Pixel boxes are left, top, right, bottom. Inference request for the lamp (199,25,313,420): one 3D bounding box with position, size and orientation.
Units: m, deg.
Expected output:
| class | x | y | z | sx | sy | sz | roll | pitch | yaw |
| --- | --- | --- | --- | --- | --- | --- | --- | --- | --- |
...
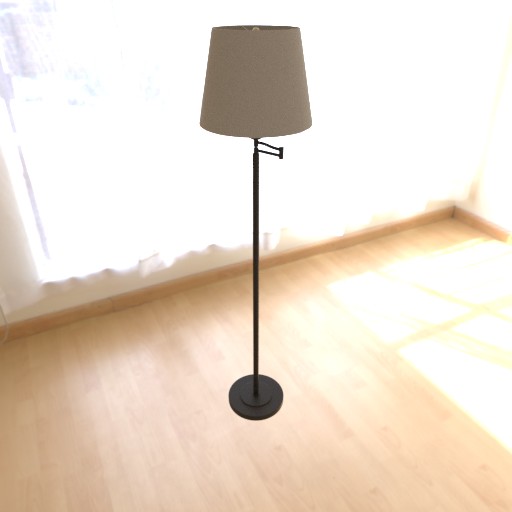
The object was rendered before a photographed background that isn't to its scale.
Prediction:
| class | x | y | z | sx | sy | sz | roll | pitch | yaw |
| --- | --- | --- | --- | --- | --- | --- | --- | --- | --- |
| lamp | 0.000 | 0.000 | 1.604 | 0.348 | 1.473 | 0.348 | 21 | 37 | 32 |
